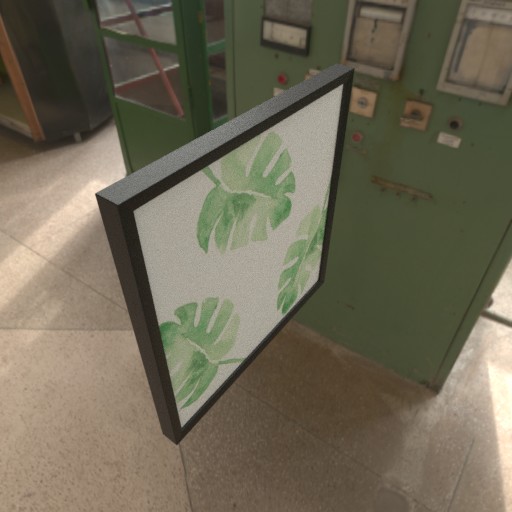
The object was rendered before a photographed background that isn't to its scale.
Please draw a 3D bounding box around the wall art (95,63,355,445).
[{"bbox_3d":[0.000,0.000,0.768,0.036,0.508,0.508,26,48,27],"label":"wall art"}]
